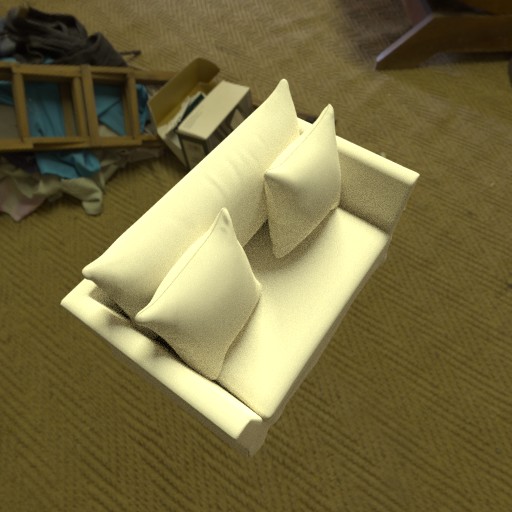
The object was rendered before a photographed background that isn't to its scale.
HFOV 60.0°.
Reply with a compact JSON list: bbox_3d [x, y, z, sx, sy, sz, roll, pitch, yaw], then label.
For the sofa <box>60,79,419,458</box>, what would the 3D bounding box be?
[{"bbox_3d":[0.000,0.000,2.291,1.026,1.039,1.608,31,62,18],"label":"sofa"}]
